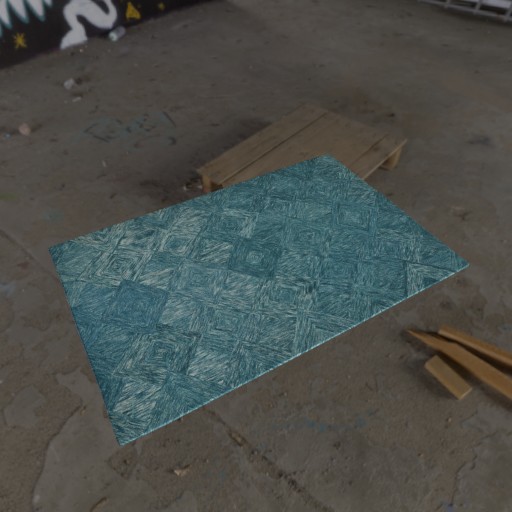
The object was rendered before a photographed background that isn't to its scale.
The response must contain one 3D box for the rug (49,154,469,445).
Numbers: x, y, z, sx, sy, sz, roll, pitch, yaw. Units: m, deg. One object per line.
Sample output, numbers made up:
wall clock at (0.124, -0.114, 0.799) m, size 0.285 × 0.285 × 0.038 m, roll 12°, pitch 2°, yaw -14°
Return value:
rug at (0.000, 0.000, 2.159) m, size 1.728 × 0.017 × 1.136 m, roll -22°, pitch 49°, yaw -21°
